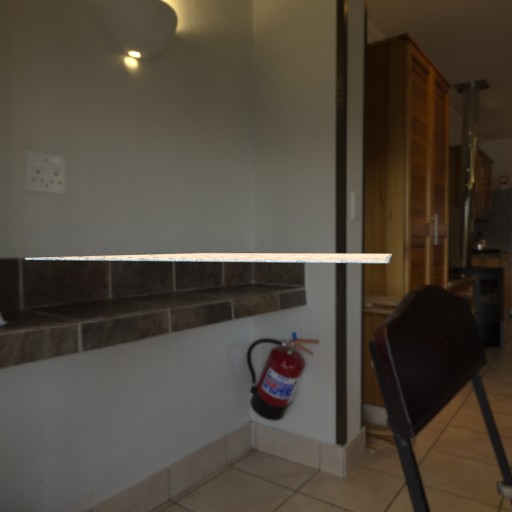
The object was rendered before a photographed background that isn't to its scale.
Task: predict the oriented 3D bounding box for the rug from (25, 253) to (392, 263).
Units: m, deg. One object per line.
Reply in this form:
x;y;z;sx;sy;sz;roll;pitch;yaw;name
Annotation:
0.000;0.000;4.187;2.441;0.013;3.056;0;1;17;rug
